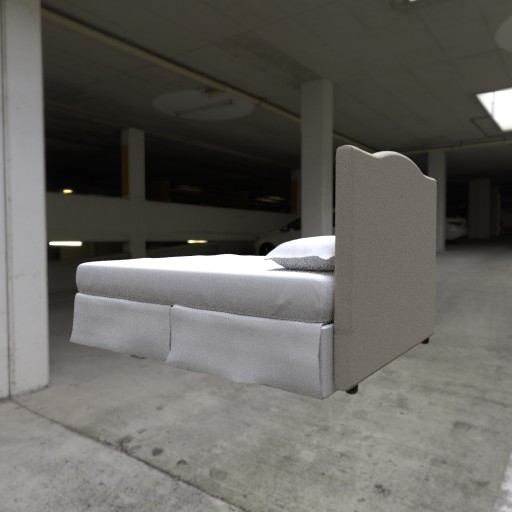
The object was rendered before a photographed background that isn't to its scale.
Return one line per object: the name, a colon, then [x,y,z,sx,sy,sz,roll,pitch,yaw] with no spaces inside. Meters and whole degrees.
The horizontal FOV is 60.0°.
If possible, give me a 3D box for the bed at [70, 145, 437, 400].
bed: [0.000,0.000,3.732,2.477,1.437,1.977,2,3,36]
